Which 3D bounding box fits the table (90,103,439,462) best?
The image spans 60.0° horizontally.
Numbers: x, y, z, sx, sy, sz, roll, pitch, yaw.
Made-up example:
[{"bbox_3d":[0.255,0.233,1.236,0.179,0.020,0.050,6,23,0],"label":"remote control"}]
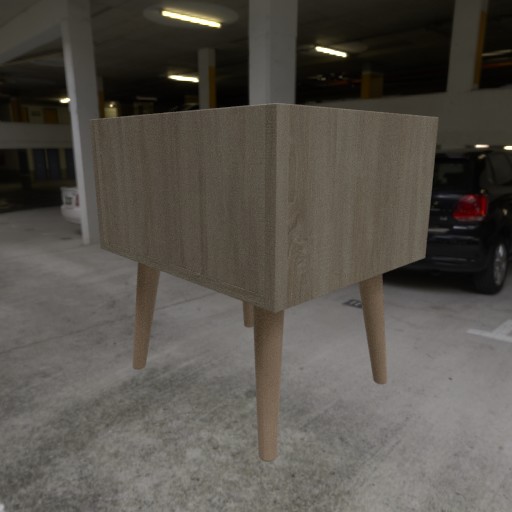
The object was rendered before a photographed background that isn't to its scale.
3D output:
[{"bbox_3d":[0.000,0.000,0.793,0.370,0.470,0.450,-13,19,-42],"label":"table"}]
